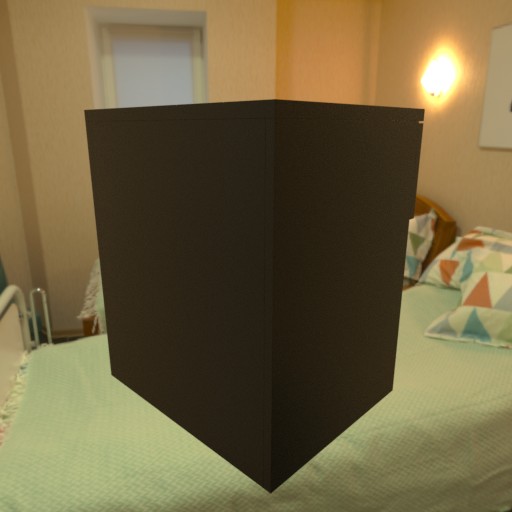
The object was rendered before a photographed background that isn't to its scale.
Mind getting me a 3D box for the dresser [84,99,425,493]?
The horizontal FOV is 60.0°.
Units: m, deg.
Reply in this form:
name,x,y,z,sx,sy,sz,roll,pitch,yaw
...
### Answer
name,x,y,z,sx,sy,sz,roll,pitch,yaw
dresser,0.000,0.000,0.749,0.400,0.470,0.360,15,22,42
